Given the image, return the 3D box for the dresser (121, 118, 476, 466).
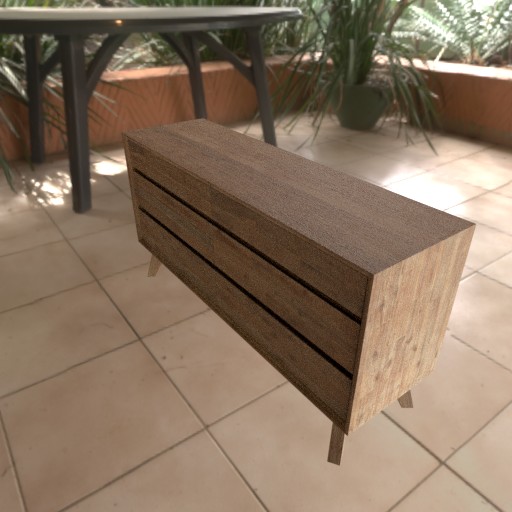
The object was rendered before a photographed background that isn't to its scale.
[{"bbox_3d":[0.000,0.000,1.925,0.455,0.805,1.554,-21,37,-31],"label":"dresser"}]
